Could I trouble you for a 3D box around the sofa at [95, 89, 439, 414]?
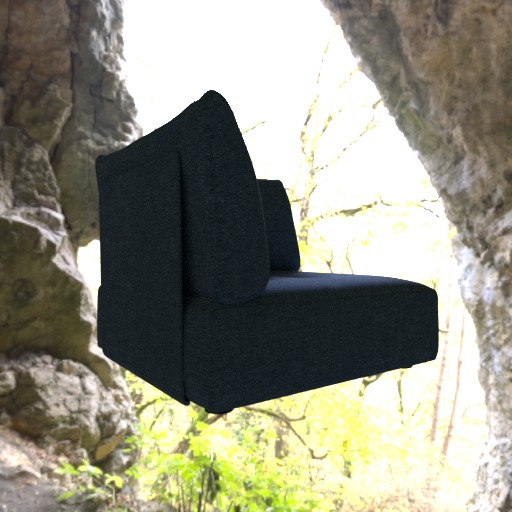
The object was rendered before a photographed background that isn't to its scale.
[{"bbox_3d":[0.000,0.000,1.720,1.000,0.820,1.000,0,0,-35],"label":"sofa"}]
